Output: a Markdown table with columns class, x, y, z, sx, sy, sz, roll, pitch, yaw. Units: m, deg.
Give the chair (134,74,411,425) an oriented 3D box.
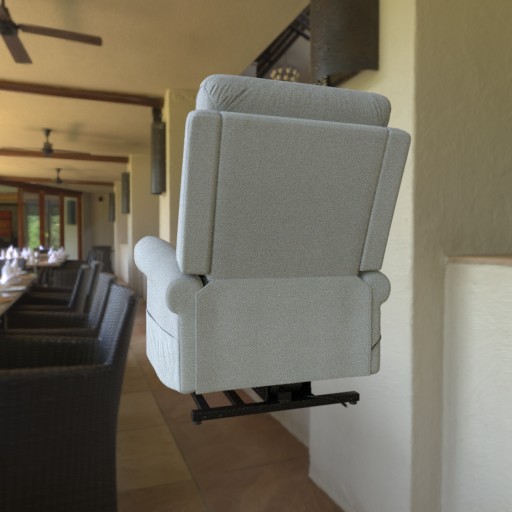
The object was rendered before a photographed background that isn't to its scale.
| class | x | y | z | sx | sy | sz | roll | pitch | yaw |
| --- | --- | --- | --- | --- | --- | --- | --- | --- | --- |
| chair | 0.000 | 0.000 | 1.702 | 0.871 | 1.031 | 0.979 | -1 | 2 | -18 |
